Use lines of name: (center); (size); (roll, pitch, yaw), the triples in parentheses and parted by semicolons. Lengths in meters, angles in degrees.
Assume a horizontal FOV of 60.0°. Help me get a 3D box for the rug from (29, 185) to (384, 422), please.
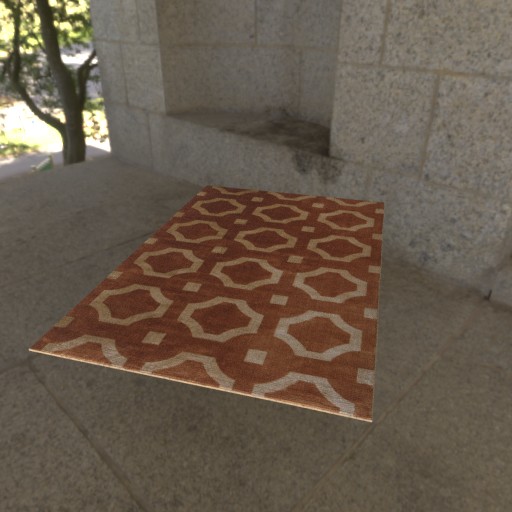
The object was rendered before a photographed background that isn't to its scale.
rug: (0.000, 0.000, 2.836); (1.555, 0.016, 2.286); (8, 30, 13)
